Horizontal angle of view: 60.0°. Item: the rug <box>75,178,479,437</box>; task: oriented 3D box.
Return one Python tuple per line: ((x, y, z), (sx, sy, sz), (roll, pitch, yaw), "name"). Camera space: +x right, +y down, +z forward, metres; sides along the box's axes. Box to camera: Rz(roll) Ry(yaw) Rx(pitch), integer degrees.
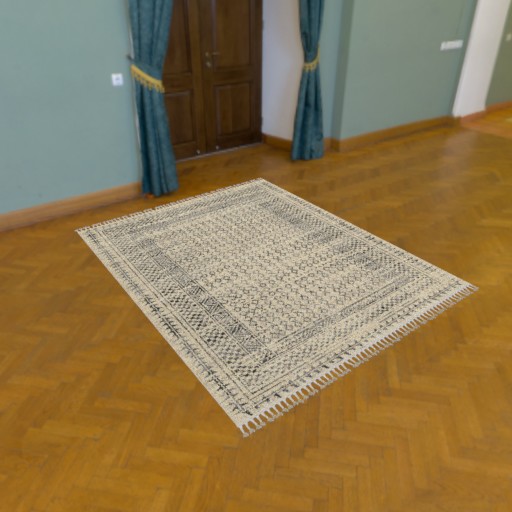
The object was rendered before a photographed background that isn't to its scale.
((0.000, 0.000, 3.963), (2.312, 0.013, 2.940), (-21, 38, -30), "rug")
